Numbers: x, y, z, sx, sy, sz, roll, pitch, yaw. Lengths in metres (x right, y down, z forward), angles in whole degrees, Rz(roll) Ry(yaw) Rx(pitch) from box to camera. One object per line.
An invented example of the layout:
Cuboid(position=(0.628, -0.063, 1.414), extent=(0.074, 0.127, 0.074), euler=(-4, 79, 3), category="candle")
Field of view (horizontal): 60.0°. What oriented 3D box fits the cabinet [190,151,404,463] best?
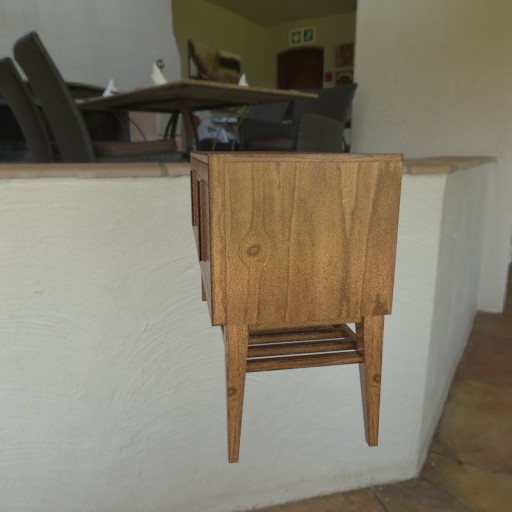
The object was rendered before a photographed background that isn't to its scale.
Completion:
Cuboid(position=(0.000, 0.000, 1.759), extent=(0.477, 0.802, 1.363), euler=(-2, 14, -10), category="cabinet")
